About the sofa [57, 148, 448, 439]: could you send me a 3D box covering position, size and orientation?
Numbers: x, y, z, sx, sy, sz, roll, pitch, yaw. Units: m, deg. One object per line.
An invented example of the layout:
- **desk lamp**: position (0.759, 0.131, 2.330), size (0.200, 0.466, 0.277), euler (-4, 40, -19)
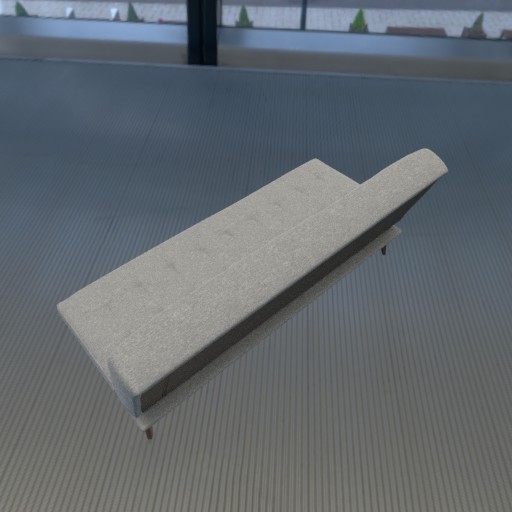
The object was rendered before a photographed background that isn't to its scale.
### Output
- **sofa**: position (0.000, 0.000, 2.240), size (1.800, 0.810, 0.860), euler (-33, 56, -27)
